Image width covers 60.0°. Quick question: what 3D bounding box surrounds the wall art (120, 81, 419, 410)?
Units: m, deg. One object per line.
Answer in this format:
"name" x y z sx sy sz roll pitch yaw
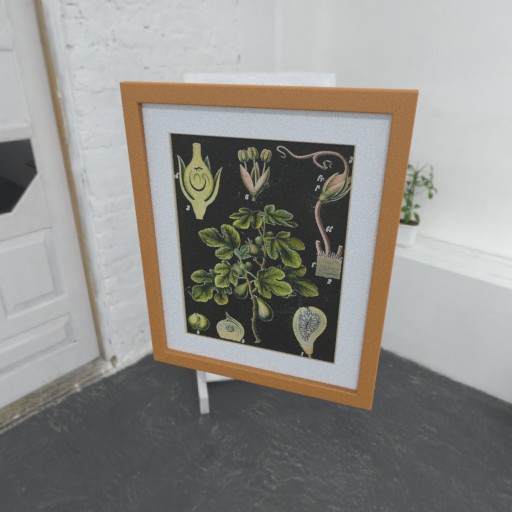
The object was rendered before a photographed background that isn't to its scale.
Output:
"wall art" 0.000 0.000 0.768 0.452 0.553 0.022 8 27 17
